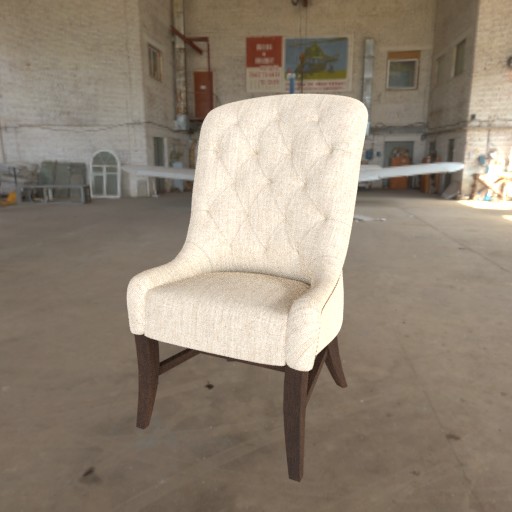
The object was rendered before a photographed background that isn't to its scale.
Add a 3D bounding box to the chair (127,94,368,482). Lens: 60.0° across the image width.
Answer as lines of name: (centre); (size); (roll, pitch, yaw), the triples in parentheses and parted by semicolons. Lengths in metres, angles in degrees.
chair: (0.000, 0.000, 1.491); (0.634, 1.091, 0.629); (6, 14, 26)
